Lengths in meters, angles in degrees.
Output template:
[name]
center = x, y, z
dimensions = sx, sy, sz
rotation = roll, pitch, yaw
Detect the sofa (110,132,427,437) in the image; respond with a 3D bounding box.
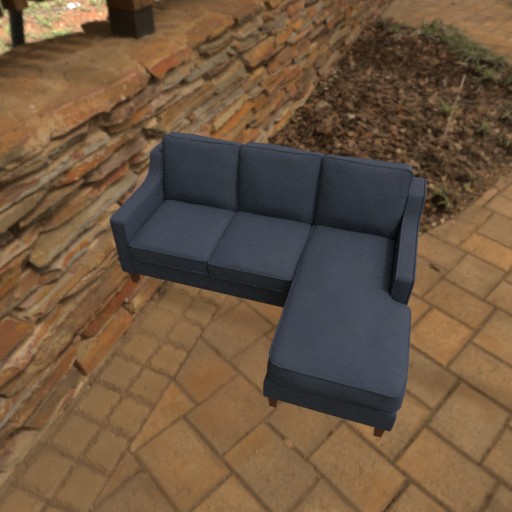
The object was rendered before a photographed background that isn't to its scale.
[sofa]
center = 0.000, 0.000, 3.331
dimensions = 2.317, 1.066, 1.858
rotation = 12, 43, 13
